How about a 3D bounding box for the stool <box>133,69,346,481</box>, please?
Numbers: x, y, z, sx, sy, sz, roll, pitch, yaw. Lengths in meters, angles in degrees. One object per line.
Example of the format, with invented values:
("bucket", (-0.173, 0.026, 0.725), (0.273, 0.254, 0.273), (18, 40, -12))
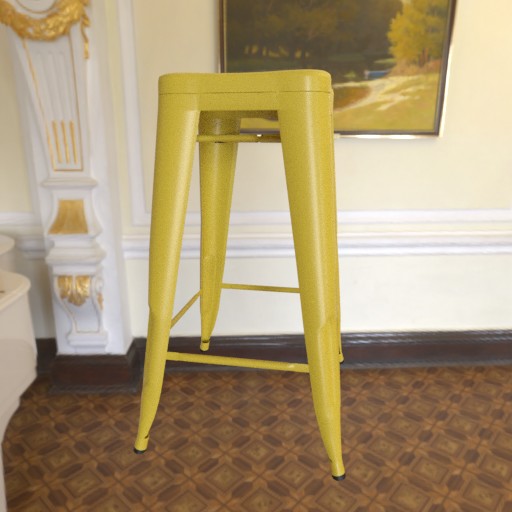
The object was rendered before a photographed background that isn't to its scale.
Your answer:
("stool", (0.000, 0.000, 0.829), (0.359, 0.609, 0.399), (3, 15, 10))
